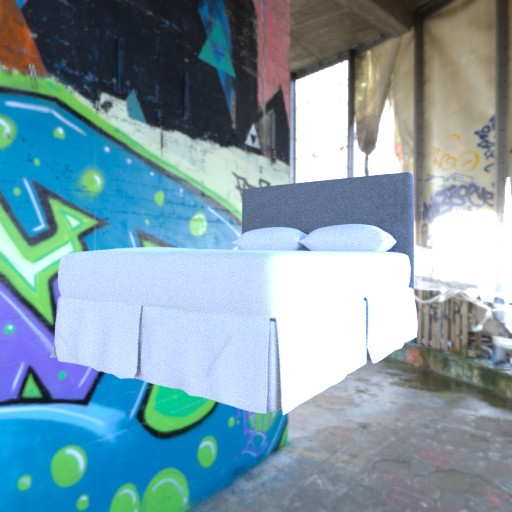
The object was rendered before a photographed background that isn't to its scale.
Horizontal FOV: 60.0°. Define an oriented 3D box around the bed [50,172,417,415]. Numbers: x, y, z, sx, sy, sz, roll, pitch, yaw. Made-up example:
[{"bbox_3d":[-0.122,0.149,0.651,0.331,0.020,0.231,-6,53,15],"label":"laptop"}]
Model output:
[{"bbox_3d":[0.000,0.000,3.114,1.723,1.330,2.142,0,0,35],"label":"bed"}]
